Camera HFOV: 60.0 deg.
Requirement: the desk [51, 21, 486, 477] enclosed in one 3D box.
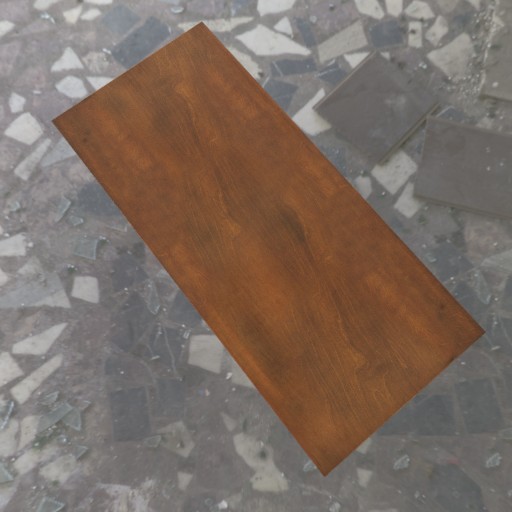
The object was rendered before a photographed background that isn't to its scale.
[{"bbox_3d":[0.000,0.000,1.485,0.508,0.762,1.117,-38,79,-9],"label":"desk"}]
